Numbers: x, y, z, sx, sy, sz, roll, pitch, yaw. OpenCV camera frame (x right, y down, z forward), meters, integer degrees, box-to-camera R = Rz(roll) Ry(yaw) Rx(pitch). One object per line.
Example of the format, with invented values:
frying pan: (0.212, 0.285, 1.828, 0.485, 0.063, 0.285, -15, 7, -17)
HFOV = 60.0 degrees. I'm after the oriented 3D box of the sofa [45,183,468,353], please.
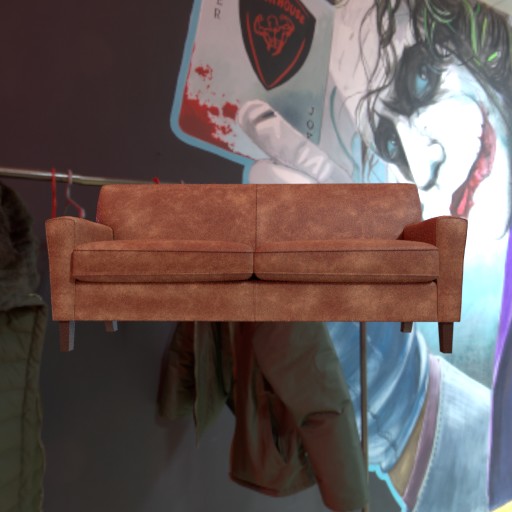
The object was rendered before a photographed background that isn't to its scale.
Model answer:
sofa: (0.000, 0.000, 2.498, 2.053, 0.947, 0.805, 0, -1, 2)
